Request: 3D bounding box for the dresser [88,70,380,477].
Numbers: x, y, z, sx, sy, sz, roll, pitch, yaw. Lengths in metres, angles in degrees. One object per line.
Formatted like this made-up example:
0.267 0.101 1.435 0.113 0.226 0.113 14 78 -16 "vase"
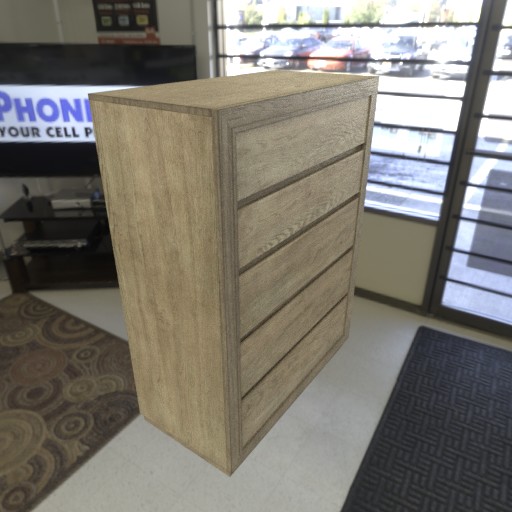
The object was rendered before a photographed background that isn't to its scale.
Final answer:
0.000 0.000 1.777 0.483 1.295 0.967 18 32 31 "dresser"
